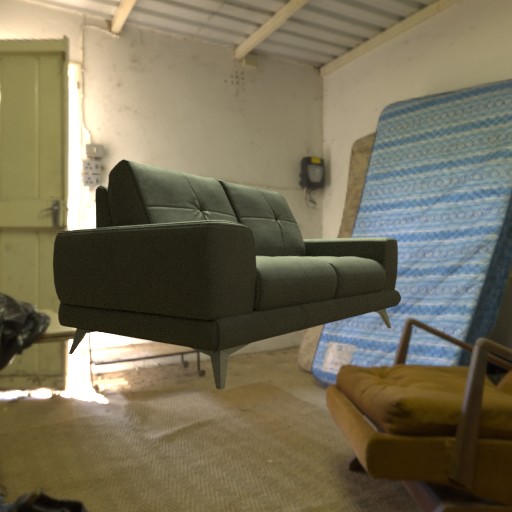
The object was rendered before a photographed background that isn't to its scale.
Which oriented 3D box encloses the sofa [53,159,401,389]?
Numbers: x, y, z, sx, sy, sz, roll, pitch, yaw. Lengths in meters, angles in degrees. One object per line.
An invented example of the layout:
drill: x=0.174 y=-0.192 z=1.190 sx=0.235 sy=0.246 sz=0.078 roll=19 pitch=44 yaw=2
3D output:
sofa: x=0.000 y=0.000 z=2.419 sx=1.018 sy=0.907 sz=1.806 roll=0 pitch=0 yaw=37
